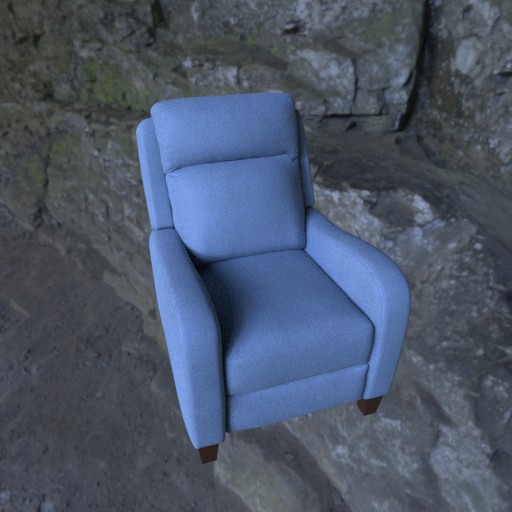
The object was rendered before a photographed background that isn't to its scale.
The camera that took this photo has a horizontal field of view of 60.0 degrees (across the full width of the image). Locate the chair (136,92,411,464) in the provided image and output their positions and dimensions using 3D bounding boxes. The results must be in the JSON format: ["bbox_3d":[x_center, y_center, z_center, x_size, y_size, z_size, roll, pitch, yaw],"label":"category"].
[{"bbox_3d":[0.000,0.000,1.737,0.785,1.067,0.988,-10,33,-16],"label":"chair"}]
